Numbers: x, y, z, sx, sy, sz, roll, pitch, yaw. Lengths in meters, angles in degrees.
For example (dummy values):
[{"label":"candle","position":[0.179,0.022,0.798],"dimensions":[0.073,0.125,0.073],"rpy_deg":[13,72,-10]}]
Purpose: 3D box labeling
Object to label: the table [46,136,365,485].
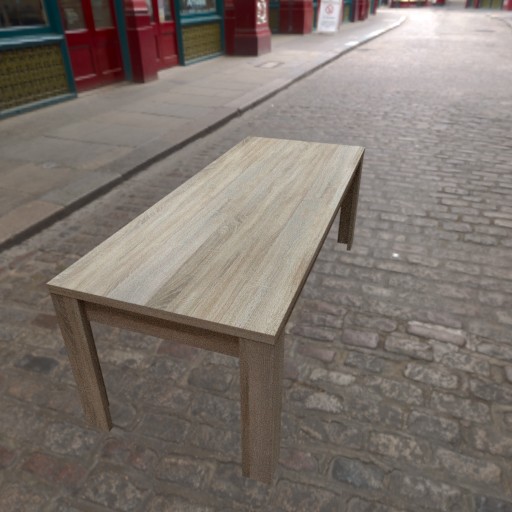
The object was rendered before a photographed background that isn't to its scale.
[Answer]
[{"label":"table","position":[0.000,0.000,2.634],"dimensions":[0.900,0.790,2.200],"rpy_deg":[10,32,17]}]
